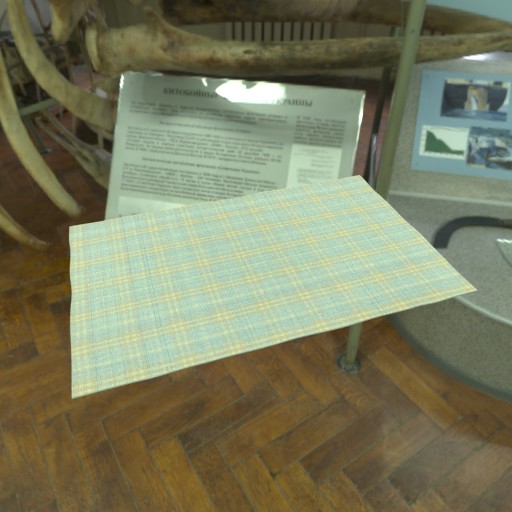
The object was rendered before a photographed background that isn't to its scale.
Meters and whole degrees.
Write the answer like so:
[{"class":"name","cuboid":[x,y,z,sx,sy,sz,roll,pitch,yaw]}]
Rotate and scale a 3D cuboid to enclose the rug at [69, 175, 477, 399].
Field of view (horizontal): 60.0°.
[{"class":"rug","cuboid":[0.000,0.000,3.075,2.460,0.016,1.545,-12,41,-14]}]
